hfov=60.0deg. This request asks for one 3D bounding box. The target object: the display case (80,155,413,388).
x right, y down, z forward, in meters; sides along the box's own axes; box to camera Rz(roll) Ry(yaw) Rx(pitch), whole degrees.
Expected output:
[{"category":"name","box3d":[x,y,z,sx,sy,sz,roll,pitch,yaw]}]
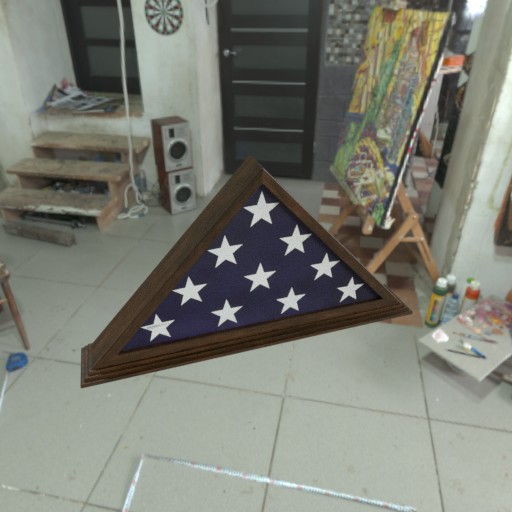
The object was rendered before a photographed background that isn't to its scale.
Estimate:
[{"category":"display case","box3d":[0.000,0.000,0.771,0.640,0.340,0.095,-9,32,-15]}]
